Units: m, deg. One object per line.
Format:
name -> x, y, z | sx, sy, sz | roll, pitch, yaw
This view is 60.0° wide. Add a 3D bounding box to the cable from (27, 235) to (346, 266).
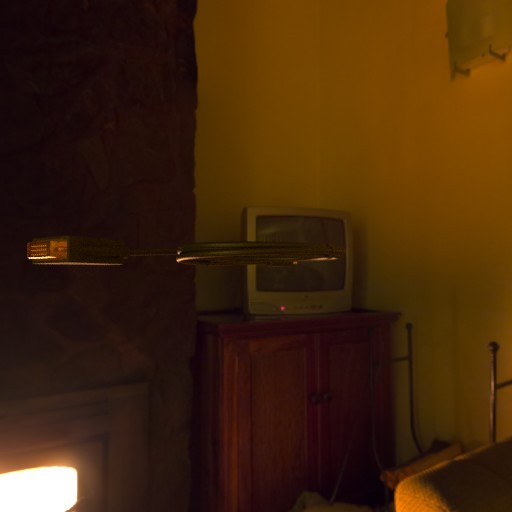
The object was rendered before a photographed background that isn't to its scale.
cable -> 0.000, 0.000, 0.332 | 0.136, 0.015, 0.281 | -2, -3, 36
